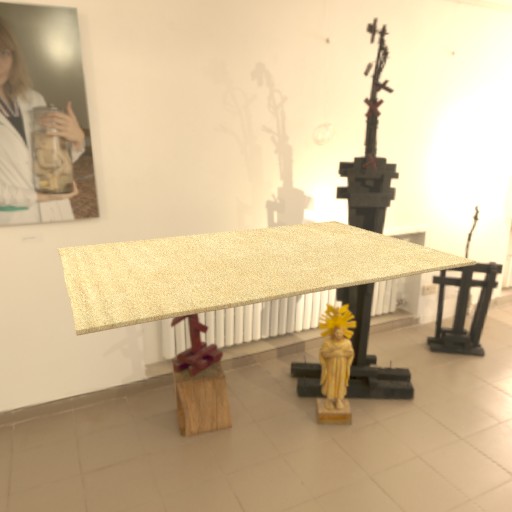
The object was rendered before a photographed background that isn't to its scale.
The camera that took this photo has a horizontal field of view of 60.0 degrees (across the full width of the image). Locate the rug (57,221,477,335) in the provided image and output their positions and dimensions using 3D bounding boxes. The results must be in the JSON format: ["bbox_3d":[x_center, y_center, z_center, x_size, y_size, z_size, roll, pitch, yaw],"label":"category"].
[{"bbox_3d":[0.000,0.000,2.934,2.346,0.025,1.500,-7,17,-25],"label":"rug"}]
